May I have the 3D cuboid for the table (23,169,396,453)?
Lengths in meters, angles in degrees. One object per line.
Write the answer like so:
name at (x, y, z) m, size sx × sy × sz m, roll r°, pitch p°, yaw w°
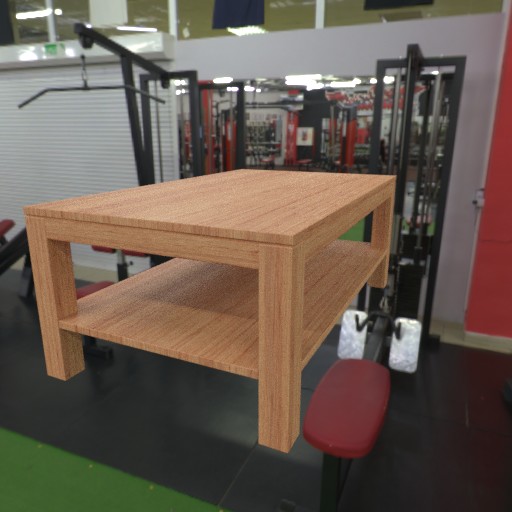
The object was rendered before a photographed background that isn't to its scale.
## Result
table at (0.000, 0.000, 1.480) m, size 0.695 × 0.457 × 1.146 m, roll 8°, pitch 18°, yaw 25°
